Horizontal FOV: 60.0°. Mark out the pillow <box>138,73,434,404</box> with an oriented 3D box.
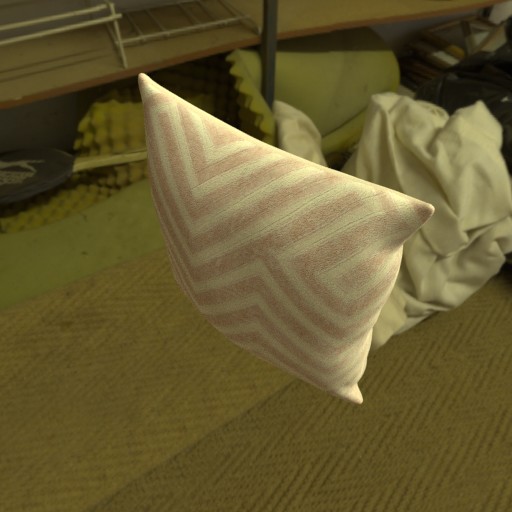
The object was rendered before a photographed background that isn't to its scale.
[{"bbox_3d":[0.000,0.000,0.668,0.440,0.441,0.182,31,54,26],"label":"pillow"}]
